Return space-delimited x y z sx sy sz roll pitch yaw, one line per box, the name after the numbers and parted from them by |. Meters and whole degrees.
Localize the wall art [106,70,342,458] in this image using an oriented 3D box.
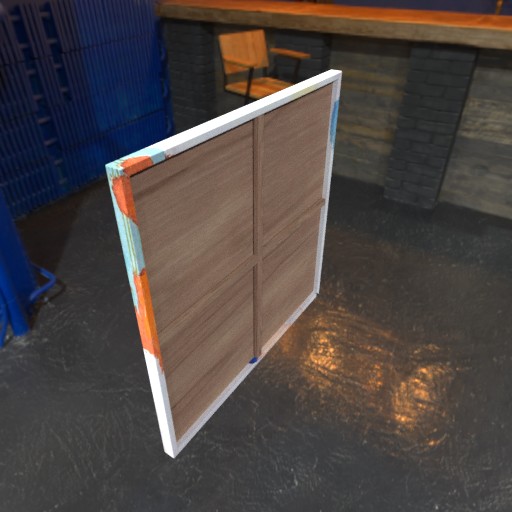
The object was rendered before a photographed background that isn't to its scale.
0.000 0.000 1.515 0.044 1.017 1.017 21 40 27 | wall art
